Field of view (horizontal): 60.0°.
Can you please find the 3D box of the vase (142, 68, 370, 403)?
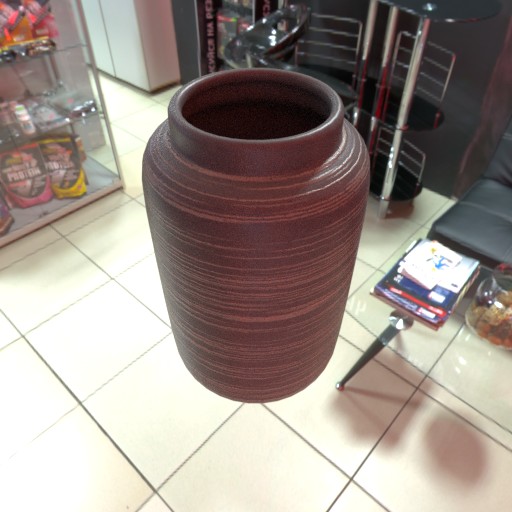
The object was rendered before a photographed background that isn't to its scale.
[{"bbox_3d":[0.000,0.000,0.683,0.297,0.499,0.297,0,44,0],"label":"vase"}]
